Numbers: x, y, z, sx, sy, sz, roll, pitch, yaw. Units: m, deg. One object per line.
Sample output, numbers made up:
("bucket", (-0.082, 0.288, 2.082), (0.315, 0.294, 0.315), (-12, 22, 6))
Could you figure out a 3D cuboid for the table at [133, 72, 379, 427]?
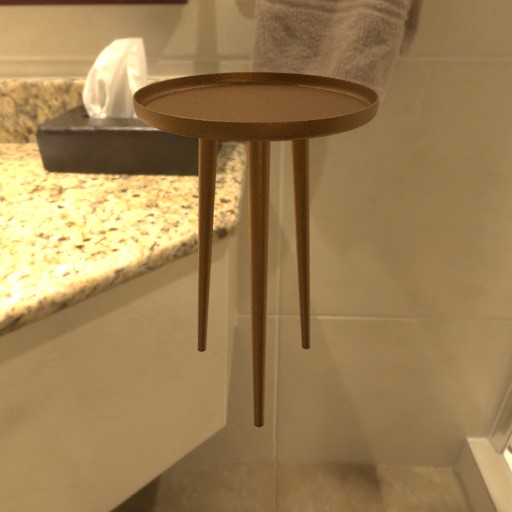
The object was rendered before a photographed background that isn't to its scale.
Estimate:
("table", (0.000, 0.000, 0.676), (0.299, 0.480, 0.299), (-20, 37, -30))
